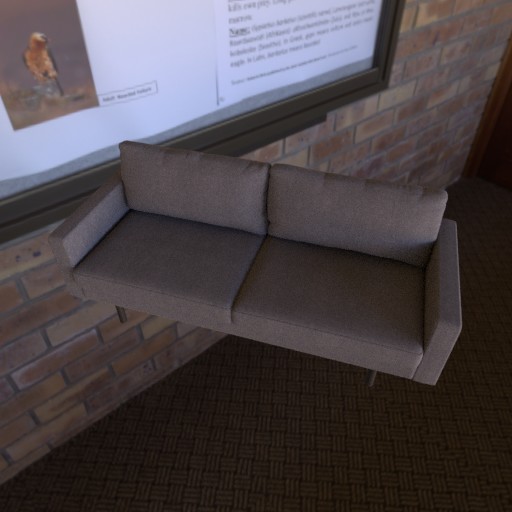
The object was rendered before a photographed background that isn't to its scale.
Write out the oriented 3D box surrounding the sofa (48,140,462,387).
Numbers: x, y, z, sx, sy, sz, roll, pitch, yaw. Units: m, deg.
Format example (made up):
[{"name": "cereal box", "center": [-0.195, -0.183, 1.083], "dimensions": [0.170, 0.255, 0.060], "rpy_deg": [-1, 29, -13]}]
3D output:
[{"name": "sofa", "center": [0.000, 0.000, 2.542], "dimensions": [2.100, 0.880, 0.880], "rpy_deg": [12, 43, 13]}]
